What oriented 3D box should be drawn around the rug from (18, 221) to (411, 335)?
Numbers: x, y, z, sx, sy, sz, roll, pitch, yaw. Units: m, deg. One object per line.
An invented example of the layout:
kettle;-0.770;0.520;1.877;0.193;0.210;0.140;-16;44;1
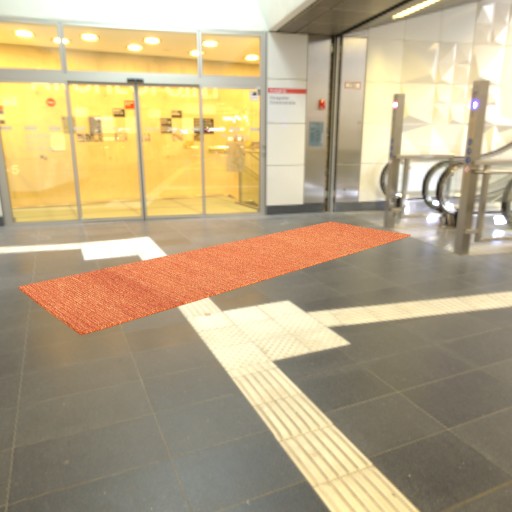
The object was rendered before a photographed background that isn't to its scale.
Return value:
rug;0.000;0.000;2.516;2.307;0.012;0.687;-14;20;-42
